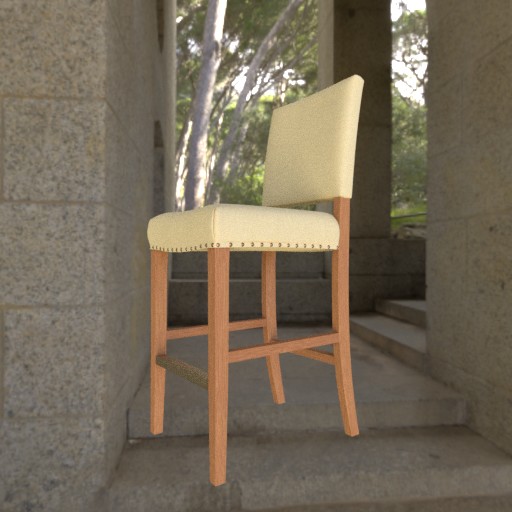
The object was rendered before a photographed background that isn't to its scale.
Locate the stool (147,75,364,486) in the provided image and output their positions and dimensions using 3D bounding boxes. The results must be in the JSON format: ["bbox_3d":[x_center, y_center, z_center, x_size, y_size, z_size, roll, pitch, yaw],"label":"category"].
[{"bbox_3d":[0.000,0.000,1.460,0.584,1.168,0.445,0,0,-35],"label":"stool"}]
